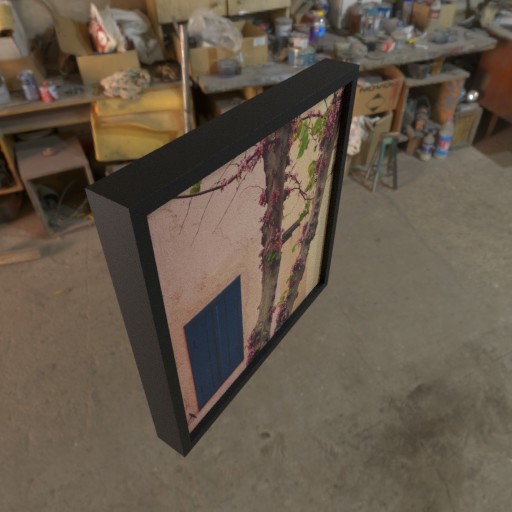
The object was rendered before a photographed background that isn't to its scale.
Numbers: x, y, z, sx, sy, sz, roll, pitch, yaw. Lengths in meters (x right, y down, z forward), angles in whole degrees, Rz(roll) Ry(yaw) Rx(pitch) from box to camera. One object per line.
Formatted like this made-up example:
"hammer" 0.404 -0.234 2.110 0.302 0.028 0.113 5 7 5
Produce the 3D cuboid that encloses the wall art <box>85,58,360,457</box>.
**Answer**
"wall art" 0.000 0.000 0.451 0.038 0.304 0.305 25 46 26
